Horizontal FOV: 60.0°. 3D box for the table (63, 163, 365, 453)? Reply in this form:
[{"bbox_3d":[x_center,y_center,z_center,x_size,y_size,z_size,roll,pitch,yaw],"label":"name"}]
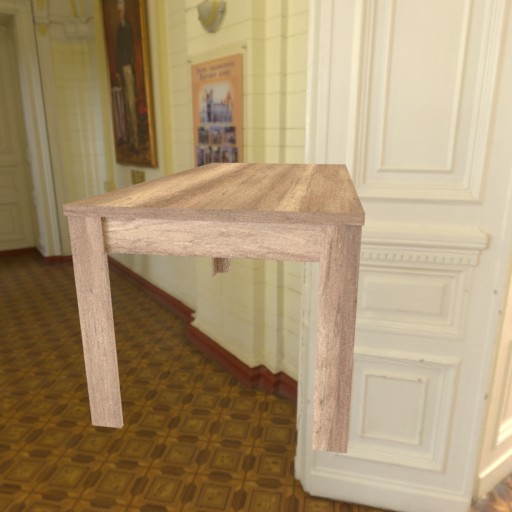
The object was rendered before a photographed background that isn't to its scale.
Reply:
[{"bbox_3d":[0.000,0.000,2.244,0.900,0.790,1.800,3,16,9],"label":"table"}]
